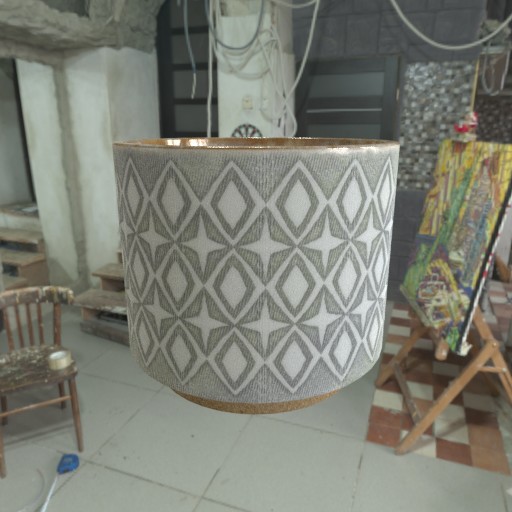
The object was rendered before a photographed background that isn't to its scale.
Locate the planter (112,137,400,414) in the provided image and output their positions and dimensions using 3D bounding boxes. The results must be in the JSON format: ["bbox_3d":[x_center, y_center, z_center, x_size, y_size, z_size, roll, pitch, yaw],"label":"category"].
[{"bbox_3d":[0.000,0.000,0.442,0.255,0.223,0.255,0,16,0],"label":"planter"}]
